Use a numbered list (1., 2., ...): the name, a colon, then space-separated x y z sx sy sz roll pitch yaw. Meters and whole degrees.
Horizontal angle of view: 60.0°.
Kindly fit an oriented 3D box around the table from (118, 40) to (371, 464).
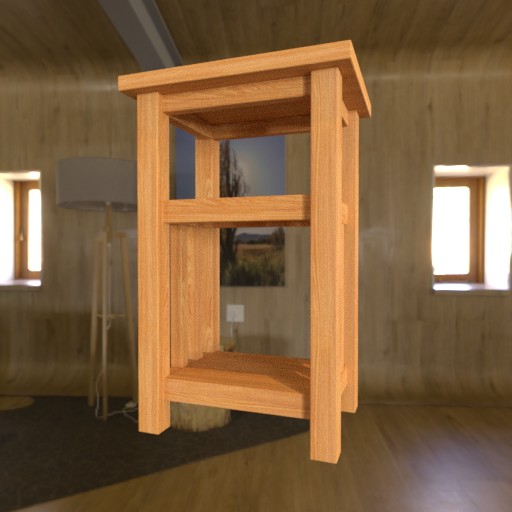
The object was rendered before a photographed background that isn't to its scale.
1. table: 0.000 0.000 0.746 0.350 0.550 0.270 0 1 20
